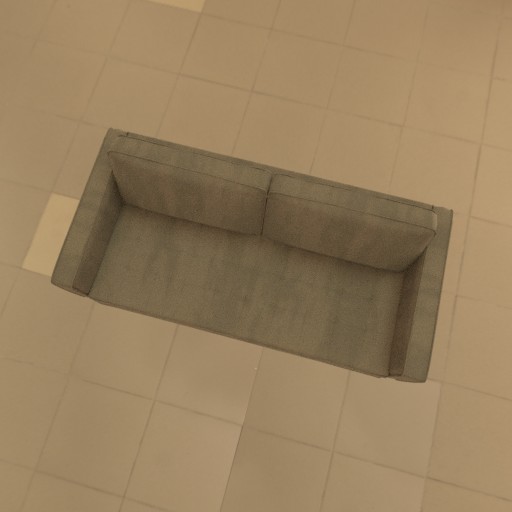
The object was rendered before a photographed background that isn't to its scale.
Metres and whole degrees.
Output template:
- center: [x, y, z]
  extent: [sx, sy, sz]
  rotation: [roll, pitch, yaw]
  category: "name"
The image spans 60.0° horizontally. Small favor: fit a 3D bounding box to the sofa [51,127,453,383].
- center: [0.000, 0.000, 2.444]
  extent: [1.920, 0.825, 0.924]
  rotation: [14, 76, 4]
  category: "sofa"
